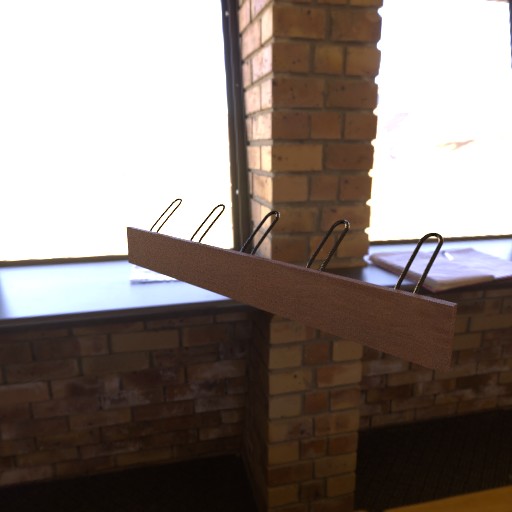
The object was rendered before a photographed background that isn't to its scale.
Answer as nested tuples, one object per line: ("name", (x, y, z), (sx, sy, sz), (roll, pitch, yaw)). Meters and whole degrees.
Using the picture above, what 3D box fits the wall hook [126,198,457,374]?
("wall hook", (0.000, 0.000, 0.600), (0.554, 0.116, 0.076), (13, 19, 43))
